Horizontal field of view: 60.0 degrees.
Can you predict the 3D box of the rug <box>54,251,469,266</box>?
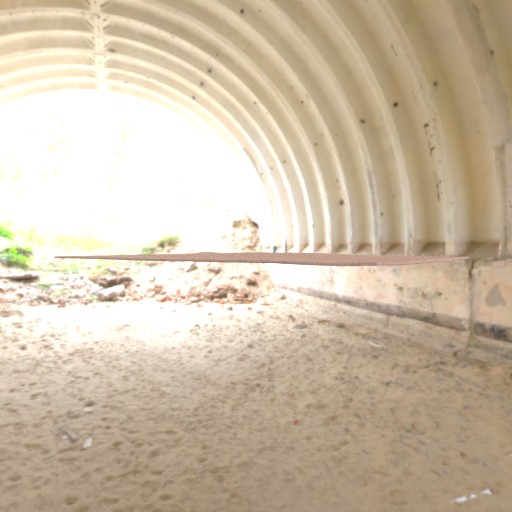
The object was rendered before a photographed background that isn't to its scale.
[{"bbox_3d":[0.000,0.000,2.340,1.837,0.025,1.230,1,2,37],"label":"rug"}]
